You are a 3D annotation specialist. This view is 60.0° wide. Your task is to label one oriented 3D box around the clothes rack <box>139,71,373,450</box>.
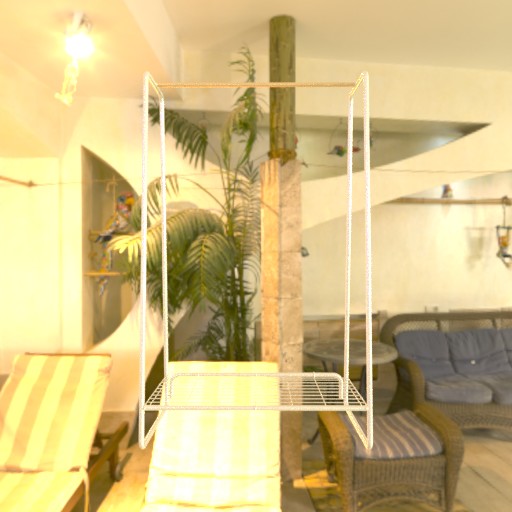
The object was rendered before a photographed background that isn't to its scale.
[{"bbox_3d":[0.000,0.000,1.931,0.900,1.500,0.495,0,1,0],"label":"clothes rack"}]
